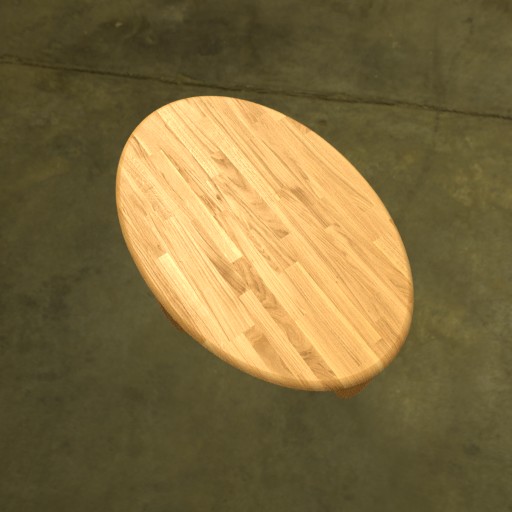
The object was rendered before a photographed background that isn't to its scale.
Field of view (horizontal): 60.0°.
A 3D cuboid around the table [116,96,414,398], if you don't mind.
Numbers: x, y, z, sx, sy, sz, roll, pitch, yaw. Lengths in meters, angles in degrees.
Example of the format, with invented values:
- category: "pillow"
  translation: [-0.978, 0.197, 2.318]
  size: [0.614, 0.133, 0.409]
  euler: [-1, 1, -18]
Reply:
- category: "table"
  translation: [0.000, 0.000, 1.445]
  size: [0.690, 0.490, 1.040]
  euler: [-32, 68, -15]
